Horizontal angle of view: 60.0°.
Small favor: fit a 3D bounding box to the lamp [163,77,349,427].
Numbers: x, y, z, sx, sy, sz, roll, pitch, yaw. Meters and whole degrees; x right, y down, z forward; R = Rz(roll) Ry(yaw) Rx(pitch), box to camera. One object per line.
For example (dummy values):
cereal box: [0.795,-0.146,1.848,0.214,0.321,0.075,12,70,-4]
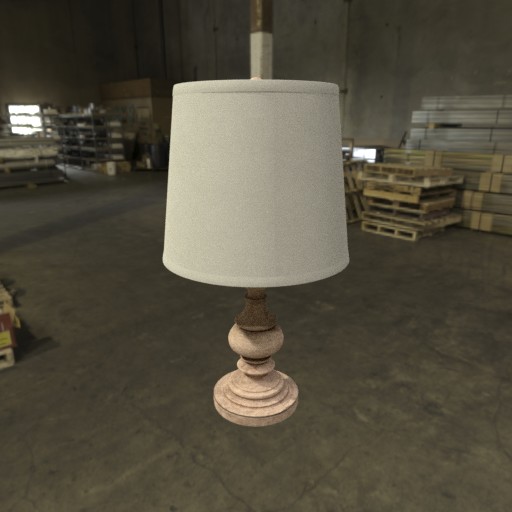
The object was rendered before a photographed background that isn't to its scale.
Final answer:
lamp: [0.000,0.000,0.662,0.273,0.497,0.273,0,17,0]
